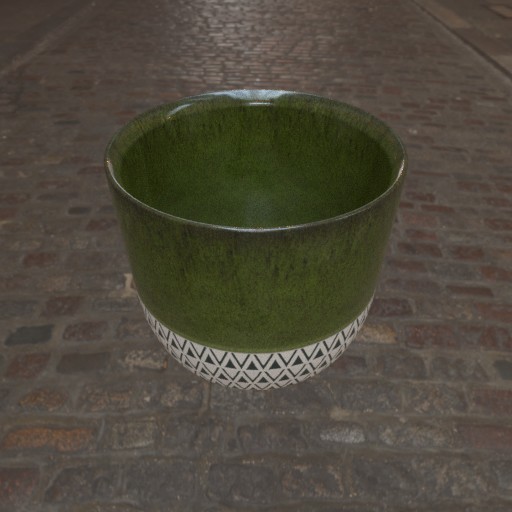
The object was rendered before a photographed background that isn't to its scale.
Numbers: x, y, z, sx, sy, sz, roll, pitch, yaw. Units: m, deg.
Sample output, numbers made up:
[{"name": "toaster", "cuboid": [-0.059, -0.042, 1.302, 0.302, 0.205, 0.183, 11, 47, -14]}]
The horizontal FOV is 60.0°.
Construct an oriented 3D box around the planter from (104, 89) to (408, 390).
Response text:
[{"name": "planter", "cuboid": [0.000, 0.000, 0.485, 0.266, 0.270, 0.266, 0, 40, 0]}]
